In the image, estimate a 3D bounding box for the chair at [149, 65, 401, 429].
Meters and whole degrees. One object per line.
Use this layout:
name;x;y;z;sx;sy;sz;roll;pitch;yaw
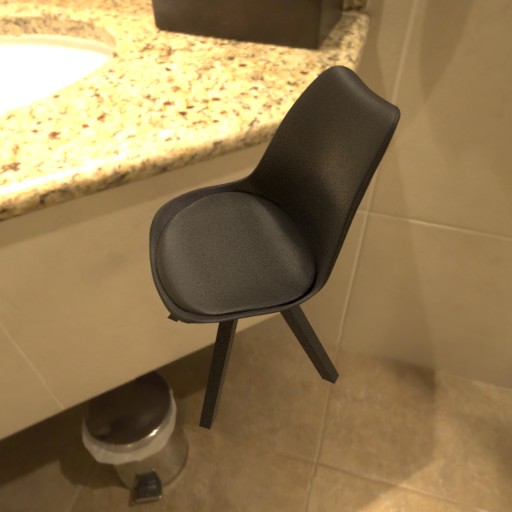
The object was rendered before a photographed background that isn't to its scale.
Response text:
chair;0.000;0.000;1.186;0.550;0.850;0.485;-15;48;-14
